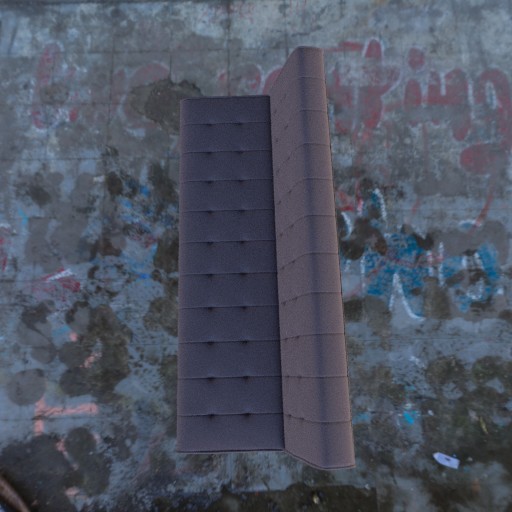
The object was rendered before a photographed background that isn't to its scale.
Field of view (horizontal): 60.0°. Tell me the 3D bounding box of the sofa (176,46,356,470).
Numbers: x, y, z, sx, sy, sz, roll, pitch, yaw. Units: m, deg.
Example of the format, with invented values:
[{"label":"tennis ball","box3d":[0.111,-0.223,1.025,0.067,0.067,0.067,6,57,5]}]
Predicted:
[{"label":"sofa","box3d":[0.000,0.000,2.061,0.747,0.699,1.703,-2,76,0]}]
